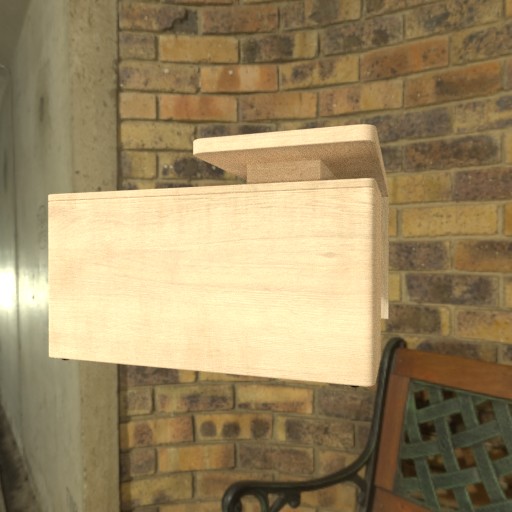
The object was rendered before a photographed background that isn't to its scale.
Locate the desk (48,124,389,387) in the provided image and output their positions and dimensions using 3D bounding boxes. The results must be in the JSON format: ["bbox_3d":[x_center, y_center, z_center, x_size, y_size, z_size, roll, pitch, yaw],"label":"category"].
[{"bbox_3d":[0.000,0.000,2.110,1.175,0.770,1.400,0,0,18],"label":"desk"}]
